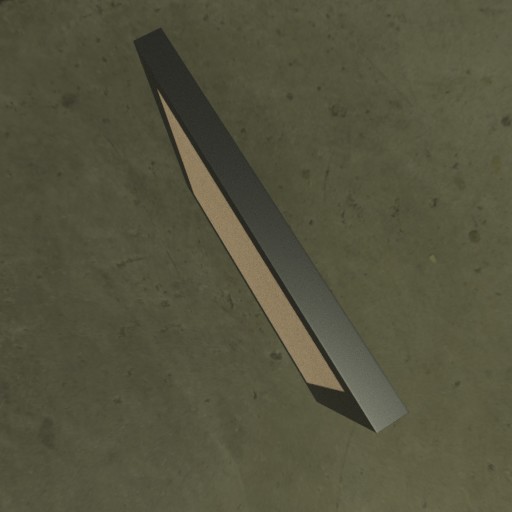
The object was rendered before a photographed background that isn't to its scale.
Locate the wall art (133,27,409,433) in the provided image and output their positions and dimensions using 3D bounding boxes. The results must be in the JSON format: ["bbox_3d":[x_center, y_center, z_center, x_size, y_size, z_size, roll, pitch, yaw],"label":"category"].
[{"bbox_3d":[0.000,0.000,0.511,0.028,0.321,0.381,-30,78,-7],"label":"wall art"}]
